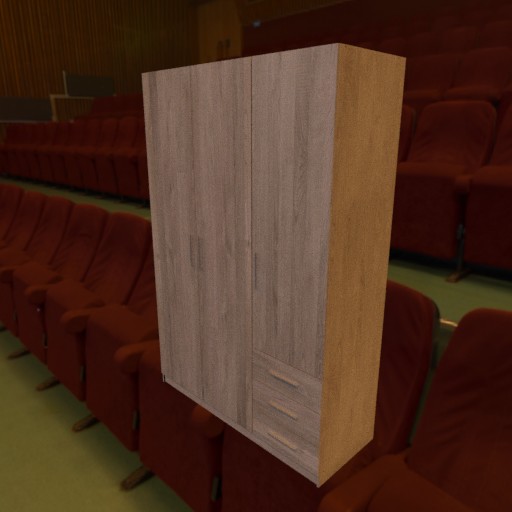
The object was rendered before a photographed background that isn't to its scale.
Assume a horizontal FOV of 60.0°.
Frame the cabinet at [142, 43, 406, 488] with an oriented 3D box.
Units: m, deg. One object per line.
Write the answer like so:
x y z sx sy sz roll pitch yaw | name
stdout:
0.000 0.000 2.411 1.290 1.910 0.510 16 22 43 | cabinet
